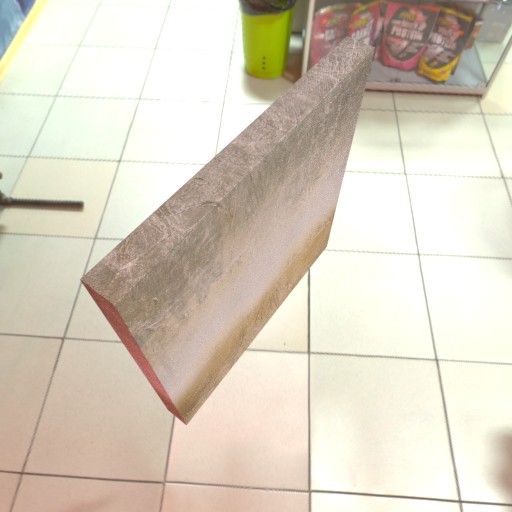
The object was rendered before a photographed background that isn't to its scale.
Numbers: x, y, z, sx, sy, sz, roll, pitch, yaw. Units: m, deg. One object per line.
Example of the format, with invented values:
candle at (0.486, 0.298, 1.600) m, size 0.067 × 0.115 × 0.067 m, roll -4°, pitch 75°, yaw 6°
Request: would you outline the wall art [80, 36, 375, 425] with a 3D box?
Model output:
wall art at (0.000, 0.000, 0.594) m, size 0.038 × 0.407 × 0.405 m, roll 32°, pitch 63°, yaw 19°
